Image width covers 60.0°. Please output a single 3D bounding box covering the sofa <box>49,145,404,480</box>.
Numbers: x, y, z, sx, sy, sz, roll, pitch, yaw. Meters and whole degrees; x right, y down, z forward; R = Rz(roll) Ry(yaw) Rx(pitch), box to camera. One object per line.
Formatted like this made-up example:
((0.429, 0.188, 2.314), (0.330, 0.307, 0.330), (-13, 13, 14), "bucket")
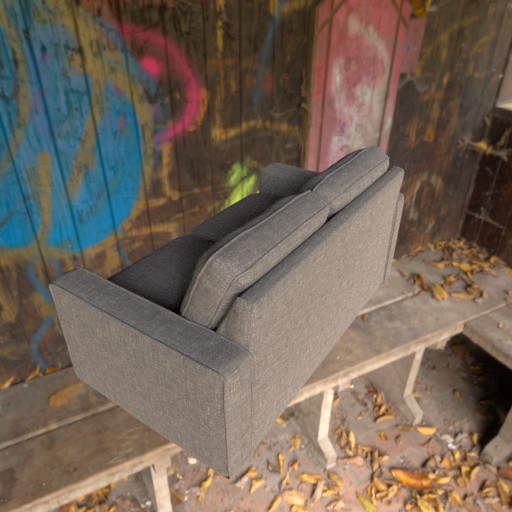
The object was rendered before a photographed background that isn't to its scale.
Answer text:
((0.000, 0.000, 2.249), (0.947, 0.918, 1.709), (20, 37, 29), "sofa")
